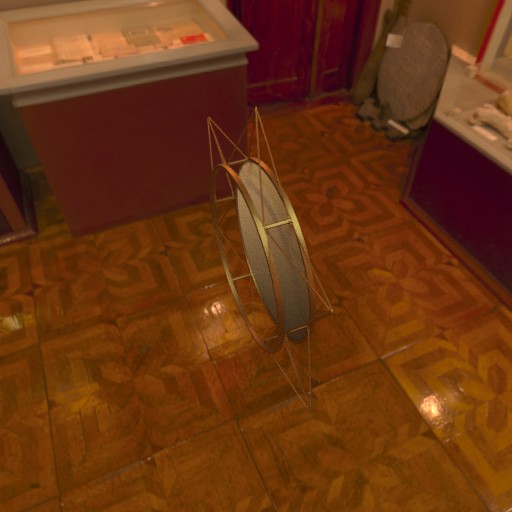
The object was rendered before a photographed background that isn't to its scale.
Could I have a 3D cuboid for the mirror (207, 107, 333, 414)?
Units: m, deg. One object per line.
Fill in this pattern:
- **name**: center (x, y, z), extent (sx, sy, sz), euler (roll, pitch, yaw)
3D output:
- **mirror**: center (0.000, 0.000, 0.803), extent (0.062, 0.581, 0.498), euler (-16, 49, -15)
